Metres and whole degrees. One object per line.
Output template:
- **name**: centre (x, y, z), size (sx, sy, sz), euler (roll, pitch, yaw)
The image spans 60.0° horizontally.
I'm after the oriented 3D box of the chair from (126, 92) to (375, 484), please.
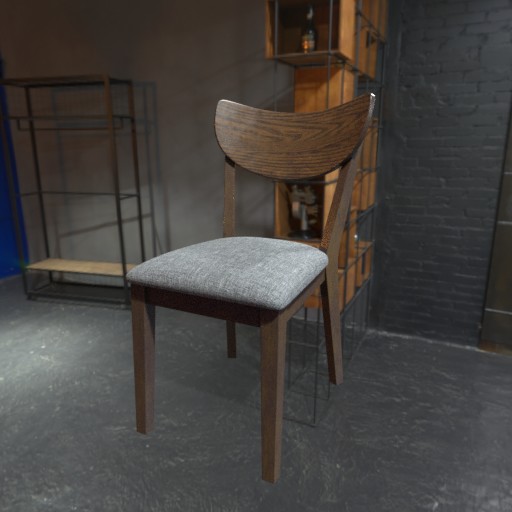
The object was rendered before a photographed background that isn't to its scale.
- **chair**: centre (0.000, 0.000, 1.197), size (0.491, 0.849, 0.583), euler (7, 16, 26)
